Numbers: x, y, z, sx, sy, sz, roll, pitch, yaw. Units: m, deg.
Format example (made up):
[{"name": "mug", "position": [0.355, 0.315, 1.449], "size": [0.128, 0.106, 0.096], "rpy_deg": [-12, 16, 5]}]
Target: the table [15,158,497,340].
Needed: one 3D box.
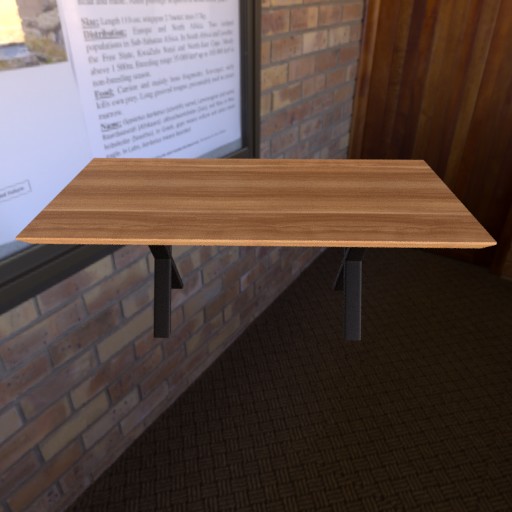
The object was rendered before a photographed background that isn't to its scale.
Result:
[{"name": "table", "position": [0.000, 0.000, 2.466], "size": [2.000, 0.770, 1.000], "rpy_deg": [1, 32, 1]}]
